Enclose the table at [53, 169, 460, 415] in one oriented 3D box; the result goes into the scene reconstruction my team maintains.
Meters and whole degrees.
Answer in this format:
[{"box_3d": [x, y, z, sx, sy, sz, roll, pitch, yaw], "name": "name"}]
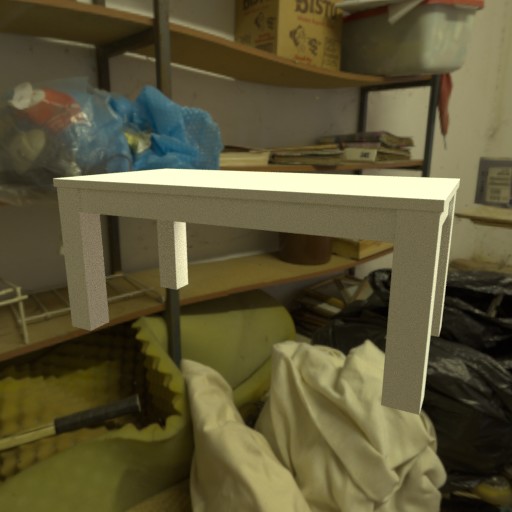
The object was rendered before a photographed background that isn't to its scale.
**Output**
[{"box_3d": [0.000, 0.000, 2.289, 1.800, 0.790, 0.900, 7, 16, 26], "name": "table"}]
